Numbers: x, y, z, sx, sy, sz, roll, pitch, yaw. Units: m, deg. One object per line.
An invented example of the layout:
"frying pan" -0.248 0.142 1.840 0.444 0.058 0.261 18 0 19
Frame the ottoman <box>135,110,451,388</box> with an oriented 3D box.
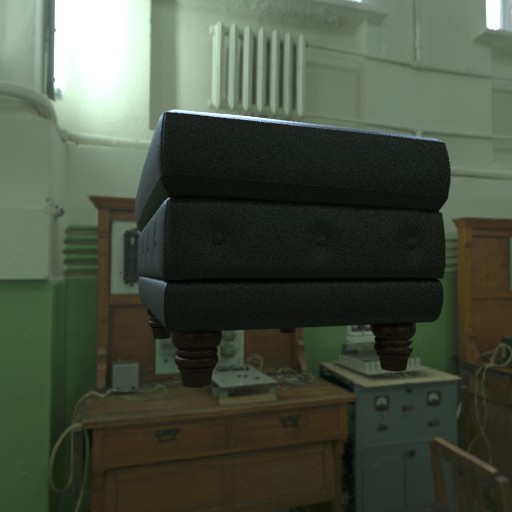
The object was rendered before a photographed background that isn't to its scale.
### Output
"ottoman" 0.000 0.000 1.170 0.590 0.498 0.795 1 -2 -18
